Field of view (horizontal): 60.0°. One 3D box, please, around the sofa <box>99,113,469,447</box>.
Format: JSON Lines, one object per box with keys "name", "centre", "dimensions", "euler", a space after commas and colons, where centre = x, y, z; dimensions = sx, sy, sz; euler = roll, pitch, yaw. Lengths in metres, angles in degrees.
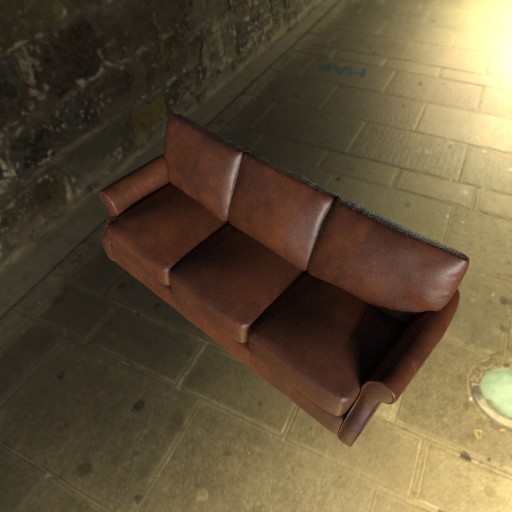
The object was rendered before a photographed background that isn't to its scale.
{"name": "sofa", "centre": [0.000, 0.000, 2.843], "dimensions": [2.351, 0.977, 0.973], "euler": [32, 55, 27]}
